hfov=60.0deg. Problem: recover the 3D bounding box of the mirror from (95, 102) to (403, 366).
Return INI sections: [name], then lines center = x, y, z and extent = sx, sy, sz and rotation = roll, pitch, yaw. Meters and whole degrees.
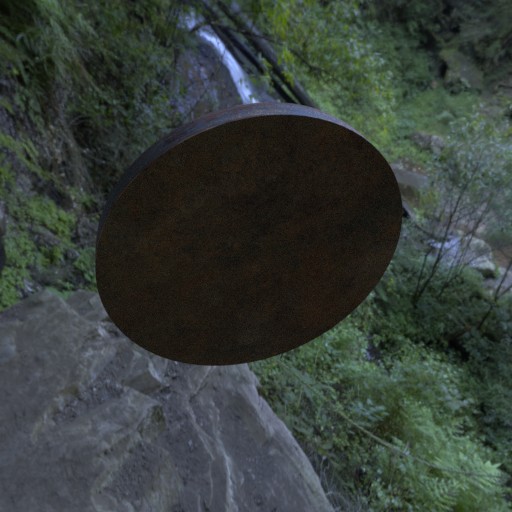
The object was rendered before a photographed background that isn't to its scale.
[mirror]
center = 0.000, 0.000, 0.857
extent = 0.585, 0.585, 0.061
rotation = -11, 42, -12
